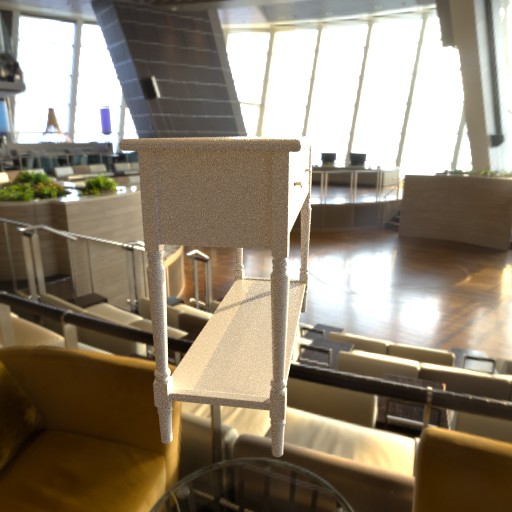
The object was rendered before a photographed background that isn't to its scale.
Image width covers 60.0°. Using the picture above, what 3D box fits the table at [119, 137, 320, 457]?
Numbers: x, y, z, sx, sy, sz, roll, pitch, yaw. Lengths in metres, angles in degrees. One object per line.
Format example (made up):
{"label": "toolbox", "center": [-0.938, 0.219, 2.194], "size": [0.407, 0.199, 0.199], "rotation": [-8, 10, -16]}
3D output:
{"label": "table", "center": [0.000, 0.000, 1.576], "size": [0.386, 0.814, 1.191], "rotation": [3, 15, 9]}
